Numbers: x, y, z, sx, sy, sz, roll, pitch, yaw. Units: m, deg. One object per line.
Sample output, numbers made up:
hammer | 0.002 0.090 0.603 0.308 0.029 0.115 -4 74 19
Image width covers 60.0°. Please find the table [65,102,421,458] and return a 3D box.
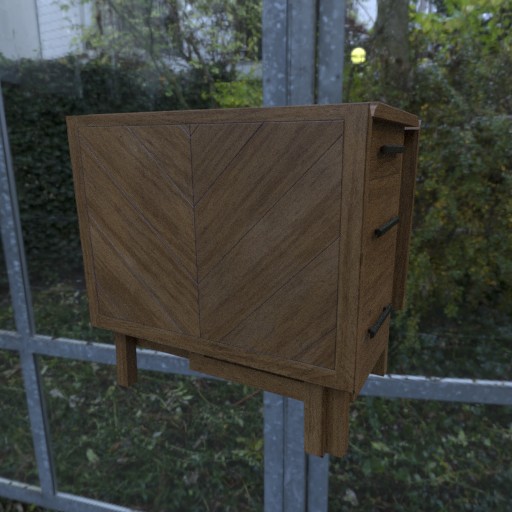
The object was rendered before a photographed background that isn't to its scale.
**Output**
table | 0.000 0.000 1.260 0.746 0.763 0.591 7 16 27
